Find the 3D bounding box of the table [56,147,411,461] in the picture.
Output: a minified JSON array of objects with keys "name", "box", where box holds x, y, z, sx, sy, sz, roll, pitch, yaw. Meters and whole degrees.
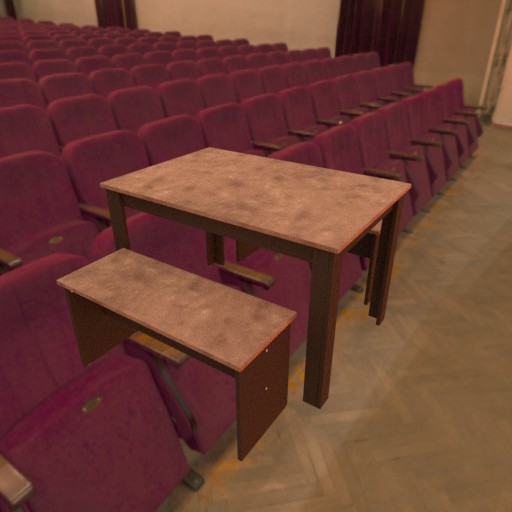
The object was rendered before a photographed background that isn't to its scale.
[{"name":"table","box":[0.000,0.000,2.043,1.100,0.700,1.443,18,33,30]}]
